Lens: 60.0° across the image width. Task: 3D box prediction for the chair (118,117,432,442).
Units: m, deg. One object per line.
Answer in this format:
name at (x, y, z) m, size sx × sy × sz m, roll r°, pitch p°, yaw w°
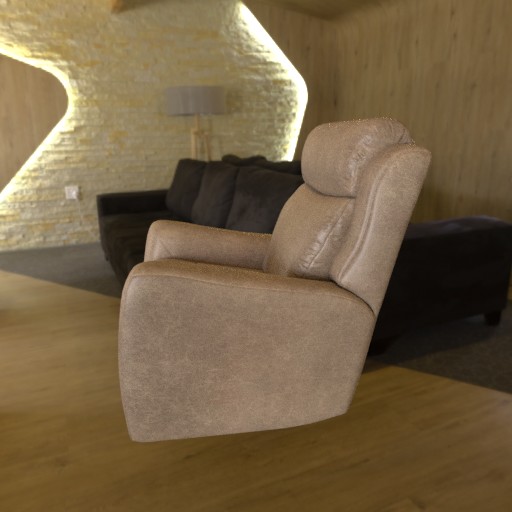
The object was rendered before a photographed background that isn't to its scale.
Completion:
chair at (0.000, 0.000, 1.896) m, size 1.068 × 1.116 × 0.965 m, roll -2°, pitch 15°, yaw -8°
